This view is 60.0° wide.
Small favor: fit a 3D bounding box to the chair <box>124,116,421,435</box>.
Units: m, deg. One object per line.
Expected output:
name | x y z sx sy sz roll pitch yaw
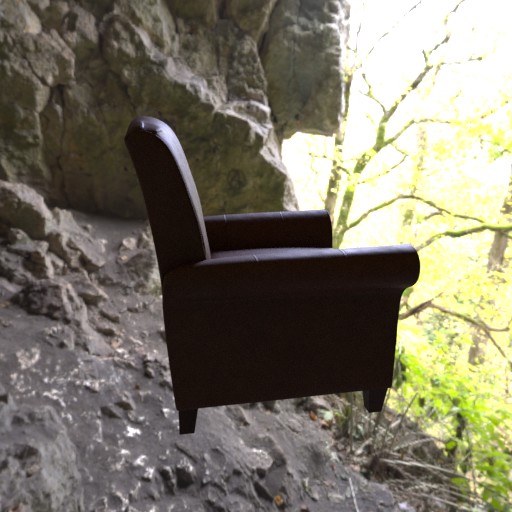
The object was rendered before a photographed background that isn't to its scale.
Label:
chair | 0.000 0.000 1.788 0.902 1.061 0.978 -3 14 -10
